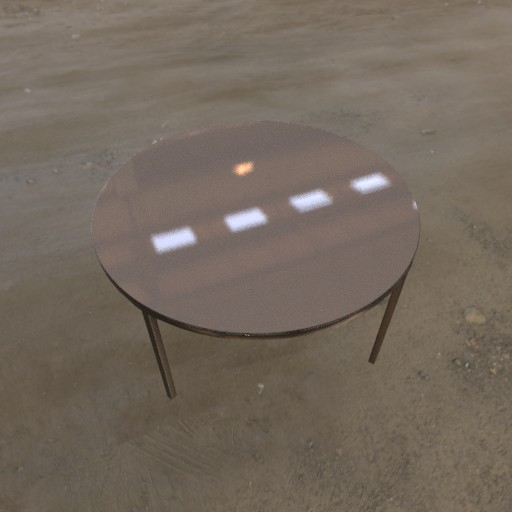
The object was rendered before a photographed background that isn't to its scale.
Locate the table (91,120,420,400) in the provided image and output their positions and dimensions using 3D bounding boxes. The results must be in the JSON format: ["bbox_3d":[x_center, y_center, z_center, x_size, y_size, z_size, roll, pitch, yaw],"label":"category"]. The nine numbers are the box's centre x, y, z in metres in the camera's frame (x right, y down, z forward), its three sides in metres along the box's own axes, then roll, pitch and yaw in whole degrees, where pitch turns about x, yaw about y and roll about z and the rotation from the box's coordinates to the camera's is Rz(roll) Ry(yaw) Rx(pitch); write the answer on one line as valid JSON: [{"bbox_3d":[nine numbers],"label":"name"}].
[{"bbox_3d":[0.000,0.000,1.252,0.800,0.400,0.800,0,46,0],"label":"table"}]
